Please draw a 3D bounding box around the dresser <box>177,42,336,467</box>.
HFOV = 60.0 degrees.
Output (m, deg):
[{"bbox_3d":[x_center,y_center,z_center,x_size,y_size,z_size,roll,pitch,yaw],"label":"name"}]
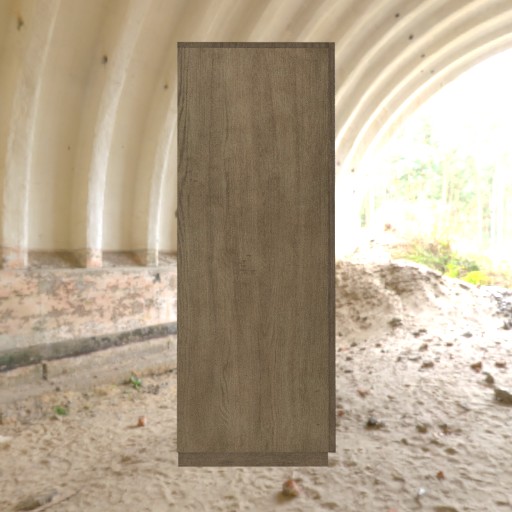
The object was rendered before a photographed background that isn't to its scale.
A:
[{"bbox_3d":[0.000,0.000,1.828,0.483,1.295,0.967,0,-1,0],"label":"dresser"}]
